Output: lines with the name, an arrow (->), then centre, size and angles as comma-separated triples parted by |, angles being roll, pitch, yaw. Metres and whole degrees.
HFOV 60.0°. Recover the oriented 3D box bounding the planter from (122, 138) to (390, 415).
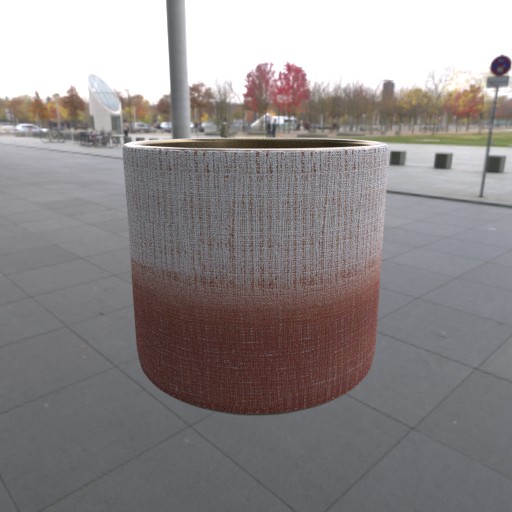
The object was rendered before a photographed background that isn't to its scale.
planter -> 0.000, 0.000, 0.402 | 0.221, 0.201, 0.221 | 0, 17, 0
